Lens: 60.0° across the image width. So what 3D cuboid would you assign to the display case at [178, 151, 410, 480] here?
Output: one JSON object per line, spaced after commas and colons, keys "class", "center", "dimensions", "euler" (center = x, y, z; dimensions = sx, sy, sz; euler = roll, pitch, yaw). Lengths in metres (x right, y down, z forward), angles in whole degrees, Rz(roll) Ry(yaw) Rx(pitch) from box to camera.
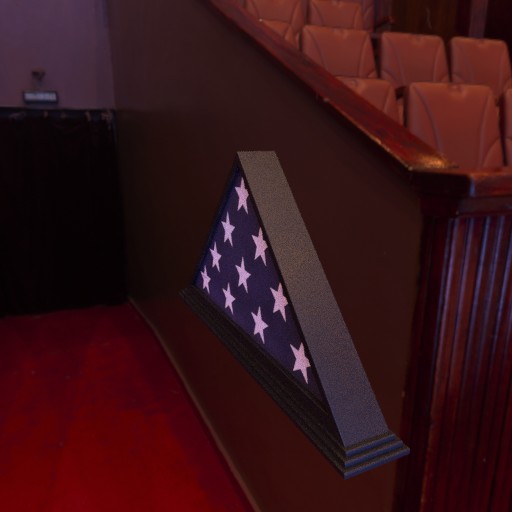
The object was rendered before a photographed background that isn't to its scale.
{"class": "display case", "center": [0.000, 0.000, 0.738], "dimensions": [0.095, 0.340, 0.640], "euler": [-7, 17, -25]}
